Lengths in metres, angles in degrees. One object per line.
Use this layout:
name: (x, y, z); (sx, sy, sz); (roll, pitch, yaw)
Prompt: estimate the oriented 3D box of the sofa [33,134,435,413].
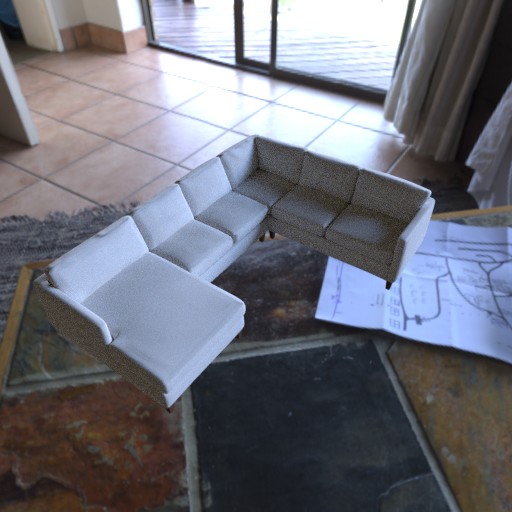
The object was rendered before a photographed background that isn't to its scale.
sofa: (0.000, 0.000, 4.649); (2.593, 0.956, 3.459); (25, 47, 26)
